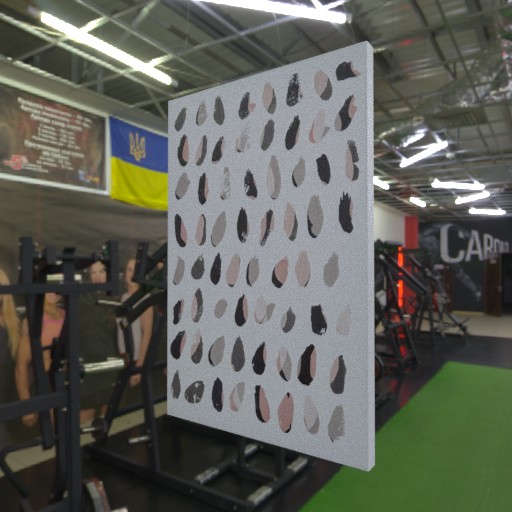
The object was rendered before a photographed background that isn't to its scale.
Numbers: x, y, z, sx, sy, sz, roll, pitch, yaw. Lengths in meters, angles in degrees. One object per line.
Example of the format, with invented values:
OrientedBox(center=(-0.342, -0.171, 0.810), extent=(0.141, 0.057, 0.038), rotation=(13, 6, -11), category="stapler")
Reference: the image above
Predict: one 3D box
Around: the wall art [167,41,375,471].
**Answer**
OrientedBox(center=(0.000, 0.000, 1.133), extent=(0.610, 0.916, 0.037), rotation=(-1, -1, 36), category="wall art")
